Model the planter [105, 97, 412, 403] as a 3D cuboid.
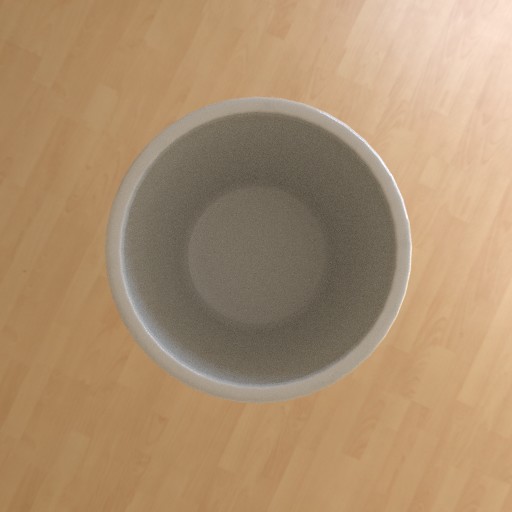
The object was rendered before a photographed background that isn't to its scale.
[{"bbox_3d":[0.000,0.000,0.474,0.217,0.331,0.217,0,88,-1],"label":"planter"}]
